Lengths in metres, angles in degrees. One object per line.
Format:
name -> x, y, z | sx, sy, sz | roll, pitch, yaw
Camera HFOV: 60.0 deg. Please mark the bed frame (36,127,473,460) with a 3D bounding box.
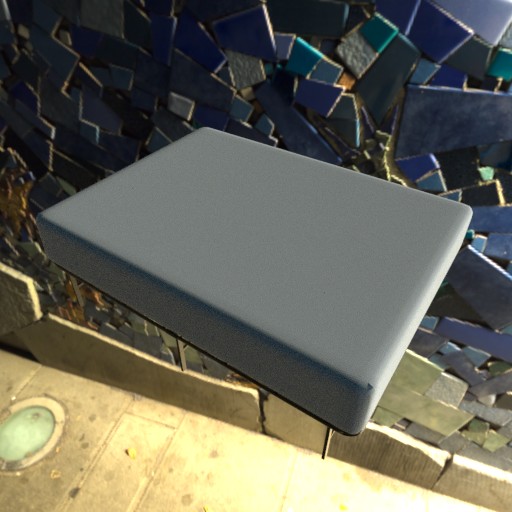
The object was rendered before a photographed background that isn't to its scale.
bed frame -> 0.000, 0.000, 2.721 | 2.037, 0.677, 1.528 | 24, 45, 26
